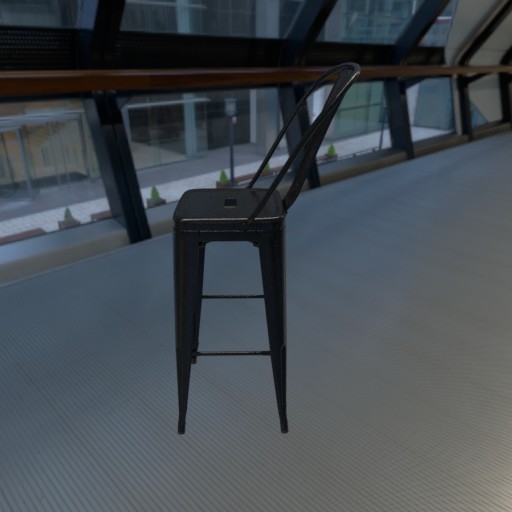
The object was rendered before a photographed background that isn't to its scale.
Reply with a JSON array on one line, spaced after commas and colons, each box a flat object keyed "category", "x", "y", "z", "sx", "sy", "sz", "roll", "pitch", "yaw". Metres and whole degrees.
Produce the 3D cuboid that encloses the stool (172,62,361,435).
[{"category": "stool", "x": 0.000, "y": 0.000, "z": 1.369, "sx": 0.513, "sy": 1.096, "sz": 0.399, "roll": 0, "pitch": 25, "yaw": -1}]
